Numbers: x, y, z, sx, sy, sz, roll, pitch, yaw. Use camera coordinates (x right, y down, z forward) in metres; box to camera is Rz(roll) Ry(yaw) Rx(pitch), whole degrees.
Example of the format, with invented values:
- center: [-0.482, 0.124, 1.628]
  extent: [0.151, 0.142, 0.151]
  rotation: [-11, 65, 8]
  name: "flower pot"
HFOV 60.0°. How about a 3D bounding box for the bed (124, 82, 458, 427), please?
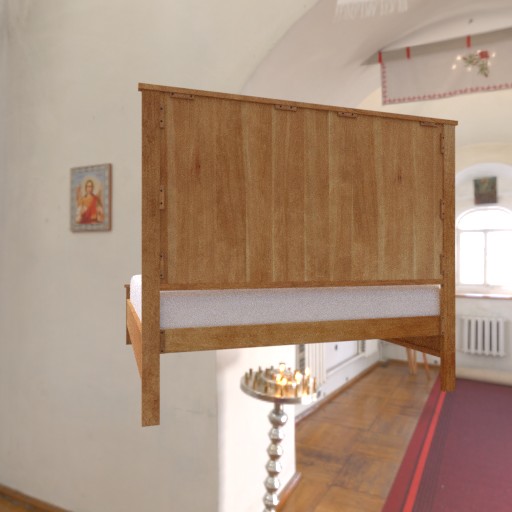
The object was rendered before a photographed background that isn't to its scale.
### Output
- center: [0.000, 0.000, 4.036]
  extent: [2.225, 1.938, 2.530]
  rotation: [0, 0, -18]
  name: "bed"
